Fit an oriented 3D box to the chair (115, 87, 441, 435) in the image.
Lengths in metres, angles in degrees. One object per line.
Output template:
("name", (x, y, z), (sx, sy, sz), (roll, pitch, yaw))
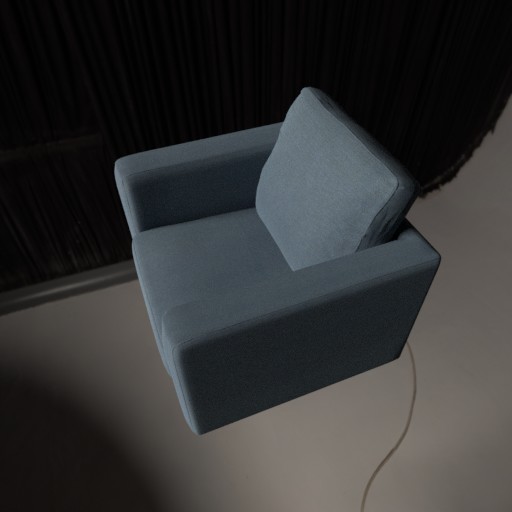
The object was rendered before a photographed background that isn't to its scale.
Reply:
("chair", (0.000, 0.000, 1.575), (0.820, 0.922, 0.855), (-16, 49, -14))
